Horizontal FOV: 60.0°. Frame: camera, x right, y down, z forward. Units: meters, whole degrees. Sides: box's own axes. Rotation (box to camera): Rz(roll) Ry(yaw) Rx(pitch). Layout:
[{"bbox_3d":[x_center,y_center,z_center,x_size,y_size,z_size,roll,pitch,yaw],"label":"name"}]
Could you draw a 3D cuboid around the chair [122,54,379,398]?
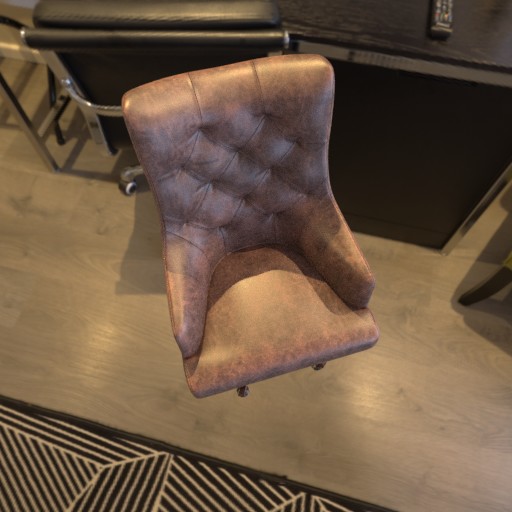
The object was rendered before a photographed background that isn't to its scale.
[{"bbox_3d":[0.000,0.000,1.497,0.641,1.035,0.762,-14,63,-7],"label":"chair"}]
